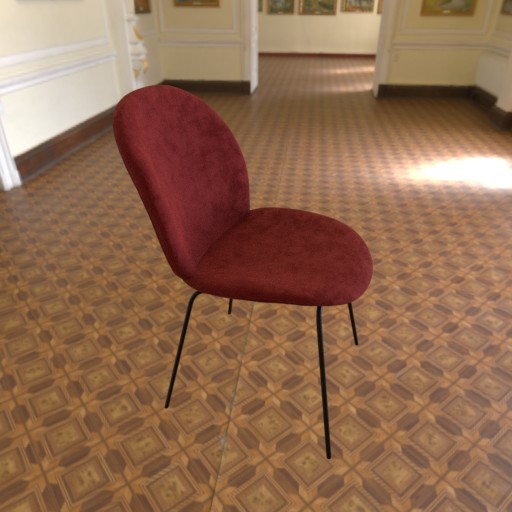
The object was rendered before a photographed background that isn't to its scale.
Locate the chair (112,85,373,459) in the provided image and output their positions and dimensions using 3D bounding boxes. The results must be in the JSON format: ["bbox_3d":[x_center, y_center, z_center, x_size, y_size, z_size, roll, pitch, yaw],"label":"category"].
[{"bbox_3d":[0.000,0.000,1.143,0.587,0.791,0.458,10,32,17],"label":"chair"}]
